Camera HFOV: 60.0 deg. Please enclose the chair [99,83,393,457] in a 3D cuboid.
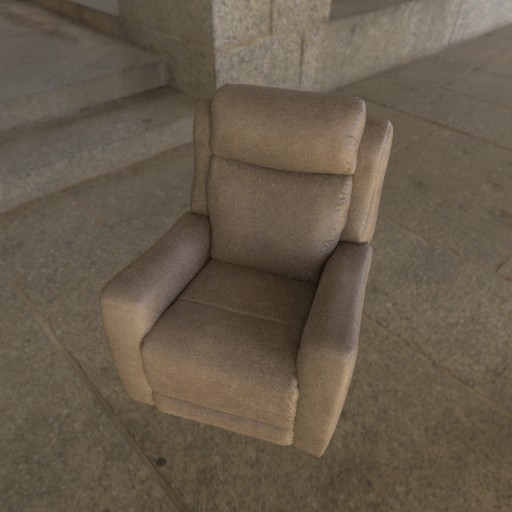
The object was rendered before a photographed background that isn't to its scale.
[{"bbox_3d":[0.000,0.000,1.887,0.967,1.116,1.068,12,42,14],"label":"chair"}]
